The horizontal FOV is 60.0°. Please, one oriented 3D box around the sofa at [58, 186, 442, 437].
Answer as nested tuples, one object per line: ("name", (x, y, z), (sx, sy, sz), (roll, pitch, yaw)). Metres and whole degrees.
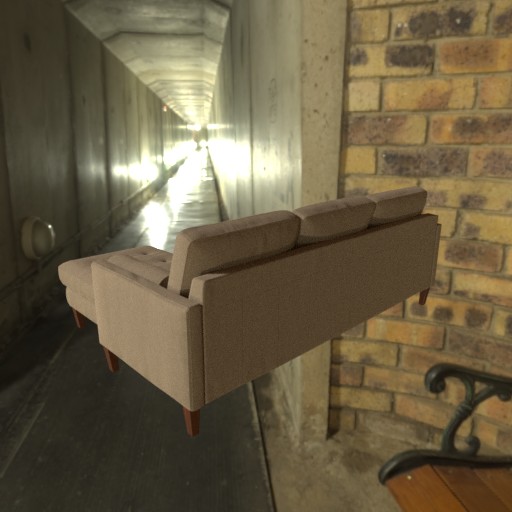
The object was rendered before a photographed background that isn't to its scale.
("sofa", (0.000, 0.000, 2.930), (2.178, 0.875, 1.506), (-15, 22, -42))
